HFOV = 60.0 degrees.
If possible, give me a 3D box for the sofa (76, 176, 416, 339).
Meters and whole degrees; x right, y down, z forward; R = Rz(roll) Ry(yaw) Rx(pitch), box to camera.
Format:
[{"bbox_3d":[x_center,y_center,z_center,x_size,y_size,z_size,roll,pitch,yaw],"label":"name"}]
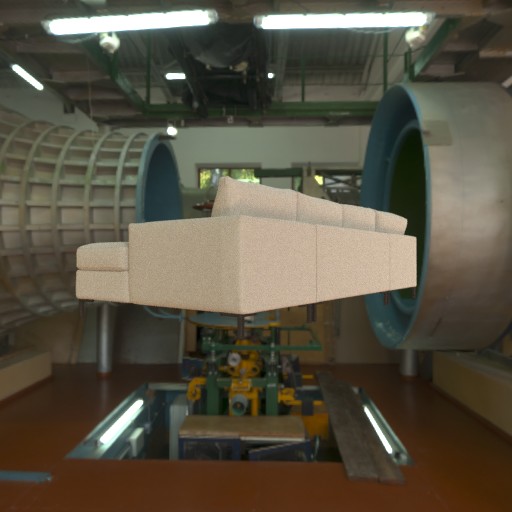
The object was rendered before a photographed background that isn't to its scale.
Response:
[{"bbox_3d":[0.000,0.000,3.962,1.989,0.862,2.984,0,0,36],"label":"sofa"}]
